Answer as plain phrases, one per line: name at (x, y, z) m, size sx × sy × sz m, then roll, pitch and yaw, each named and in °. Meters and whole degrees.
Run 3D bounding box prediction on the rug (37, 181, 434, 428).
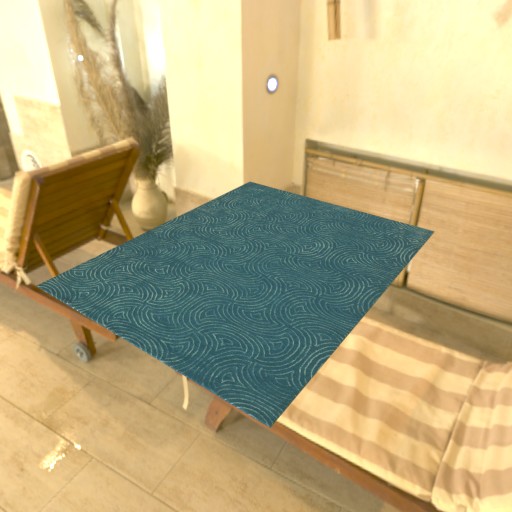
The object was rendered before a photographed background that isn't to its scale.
rug at (0.000, 0.000, 4.227) m, size 2.432 × 0.012 × 3.033 m, roll 20°, pitch 36°, yaw 31°
